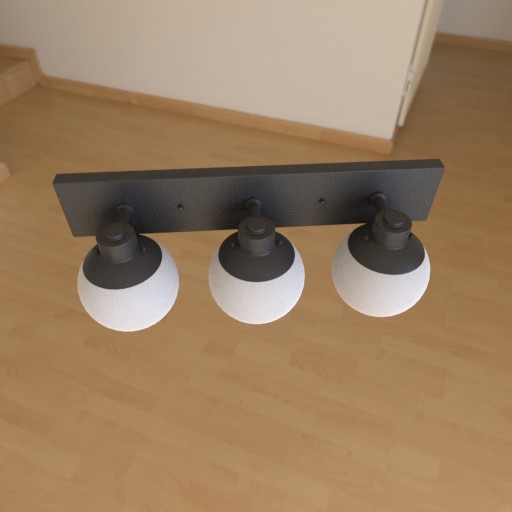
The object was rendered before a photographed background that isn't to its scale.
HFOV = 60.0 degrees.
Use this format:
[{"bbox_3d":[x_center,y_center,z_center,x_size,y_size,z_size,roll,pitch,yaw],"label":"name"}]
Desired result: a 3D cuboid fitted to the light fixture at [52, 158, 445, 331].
[{"bbox_3d":[0.000,0.000,0.848,0.721,0.263,0.218,-3,45,-3],"label":"light fixture"}]
